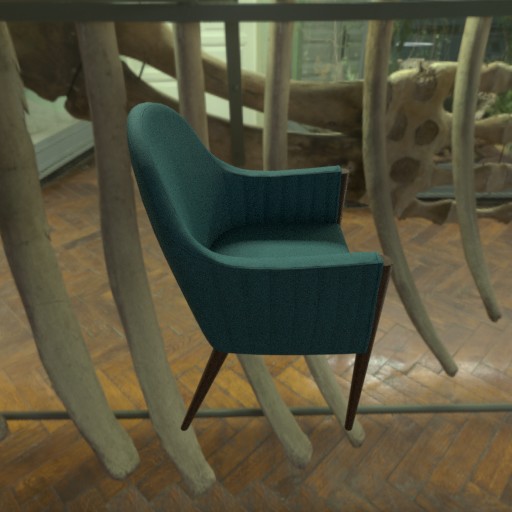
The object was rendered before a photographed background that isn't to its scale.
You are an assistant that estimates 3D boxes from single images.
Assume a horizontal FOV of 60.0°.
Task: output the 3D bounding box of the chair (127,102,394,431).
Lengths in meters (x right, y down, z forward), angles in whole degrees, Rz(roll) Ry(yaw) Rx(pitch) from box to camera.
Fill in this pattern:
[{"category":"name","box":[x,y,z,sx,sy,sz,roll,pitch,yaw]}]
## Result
[{"category":"chair","box":[0.000,0.000,1.385,0.652,0.907,0.656,0,32,0]}]
